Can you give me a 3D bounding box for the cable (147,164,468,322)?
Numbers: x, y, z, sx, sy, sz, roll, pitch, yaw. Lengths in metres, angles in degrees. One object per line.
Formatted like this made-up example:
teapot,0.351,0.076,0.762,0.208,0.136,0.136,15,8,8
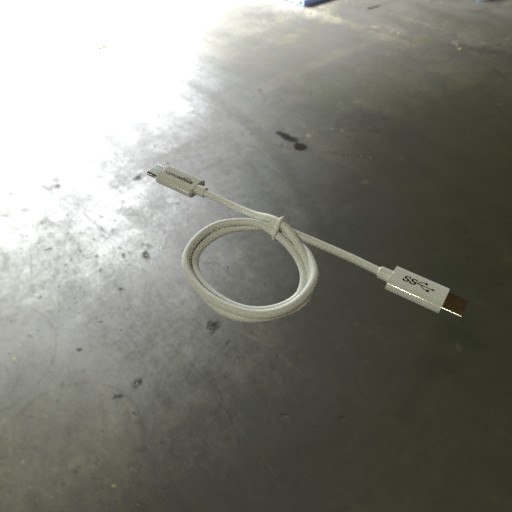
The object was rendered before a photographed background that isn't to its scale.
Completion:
cable,0.000,0.000,0.214,0.186,0.014,0.070,26,52,22
